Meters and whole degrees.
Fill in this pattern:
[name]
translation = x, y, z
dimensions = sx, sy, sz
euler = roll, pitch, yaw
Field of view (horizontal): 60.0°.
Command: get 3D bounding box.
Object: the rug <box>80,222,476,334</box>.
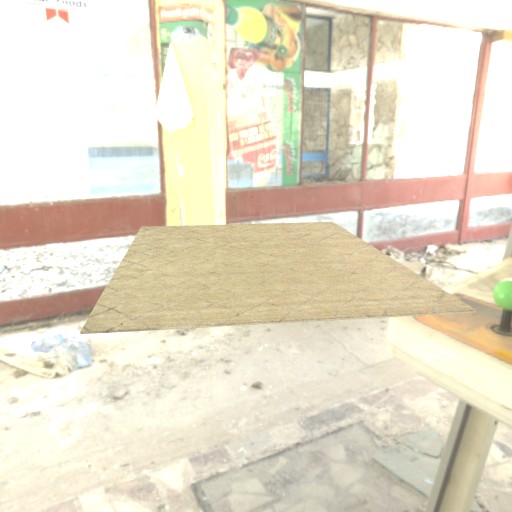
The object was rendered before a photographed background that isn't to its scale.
[rug]
translation = 0.000, 0.000, 4.113
dimensions = 2.420, 0.019, 3.038
euler = -2, 15, -7
